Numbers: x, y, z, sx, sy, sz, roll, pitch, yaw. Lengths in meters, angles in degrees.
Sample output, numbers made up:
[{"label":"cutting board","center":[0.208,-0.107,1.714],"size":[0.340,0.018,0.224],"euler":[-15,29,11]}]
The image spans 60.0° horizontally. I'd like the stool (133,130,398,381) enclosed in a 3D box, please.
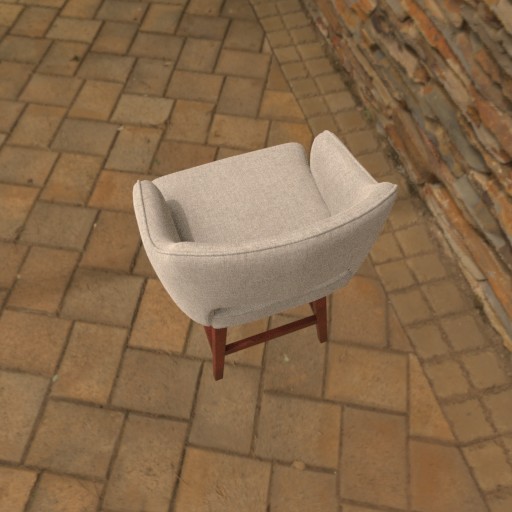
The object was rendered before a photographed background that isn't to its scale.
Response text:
[{"label":"stool","center":[0.000,0.000,1.348],"size":[0.599,0.944,0.558],"euler":[-17,60,-10]}]
